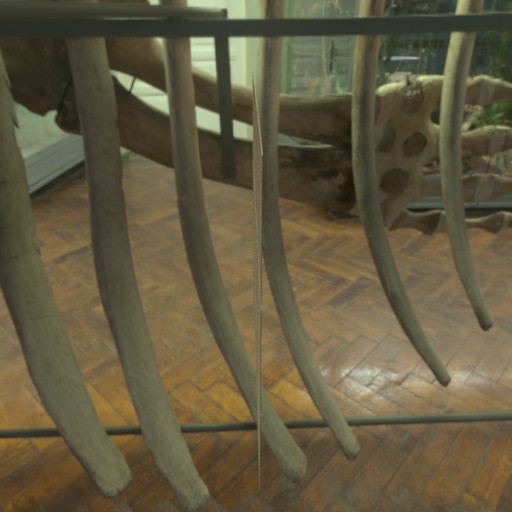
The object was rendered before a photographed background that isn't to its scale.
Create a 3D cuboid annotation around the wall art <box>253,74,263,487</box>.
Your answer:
[{"bbox_3d":[0.000,0.000,2.202,0.002,1.505,1.517,-1,30,-1],"label":"wall art"}]
